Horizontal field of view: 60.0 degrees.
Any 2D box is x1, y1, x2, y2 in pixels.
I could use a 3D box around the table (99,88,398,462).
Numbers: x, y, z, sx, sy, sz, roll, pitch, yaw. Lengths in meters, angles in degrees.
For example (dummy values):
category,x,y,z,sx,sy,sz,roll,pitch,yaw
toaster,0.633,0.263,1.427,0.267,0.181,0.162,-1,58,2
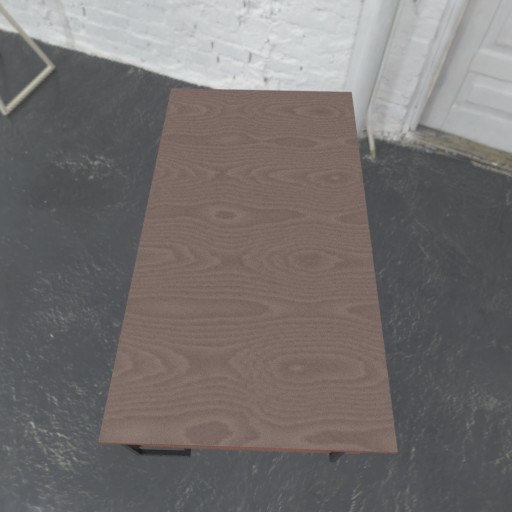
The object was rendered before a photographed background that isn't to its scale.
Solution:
category,x,y,z,sx,sy,sz,roll,pitch,yaw
table,0.000,0.000,1.426,0.651,0.347,1.197,2,58,1
